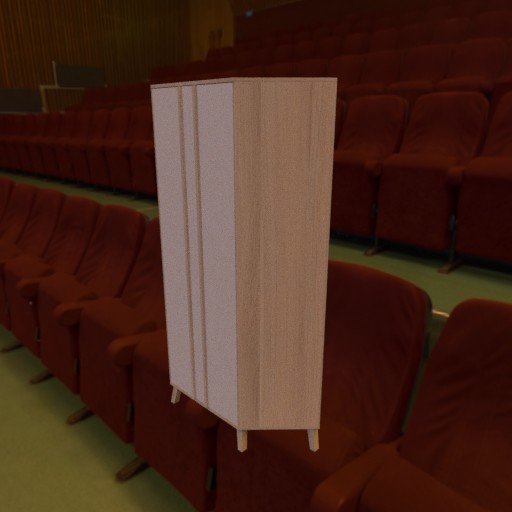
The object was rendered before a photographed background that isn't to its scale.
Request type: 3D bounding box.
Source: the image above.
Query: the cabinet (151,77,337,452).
[{"bbox_3d":[0.000,0.000,2.736,1.272,1.957,0.969,16,23,42],"label":"cabinet"}]
